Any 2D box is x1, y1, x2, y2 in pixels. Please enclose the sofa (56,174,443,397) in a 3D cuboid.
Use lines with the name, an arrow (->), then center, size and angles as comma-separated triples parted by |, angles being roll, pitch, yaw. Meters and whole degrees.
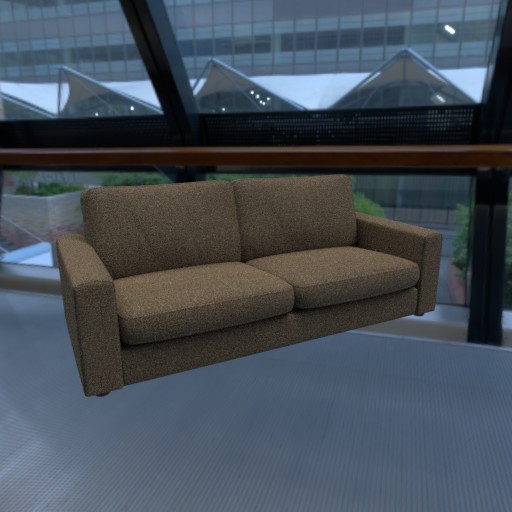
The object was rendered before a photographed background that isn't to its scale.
sofa -> 0.000, 0.000, 2.725 | 2.179, 0.873, 1.016 | -8, 17, -26
